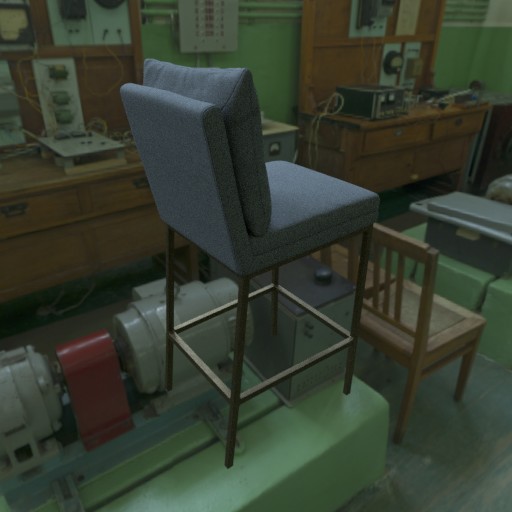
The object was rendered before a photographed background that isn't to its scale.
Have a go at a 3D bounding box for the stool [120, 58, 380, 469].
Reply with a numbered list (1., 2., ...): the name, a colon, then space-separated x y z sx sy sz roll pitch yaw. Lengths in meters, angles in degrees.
1. stool: 0.000 0.000 1.377 0.569 1.130 0.463 -20 34 -32
